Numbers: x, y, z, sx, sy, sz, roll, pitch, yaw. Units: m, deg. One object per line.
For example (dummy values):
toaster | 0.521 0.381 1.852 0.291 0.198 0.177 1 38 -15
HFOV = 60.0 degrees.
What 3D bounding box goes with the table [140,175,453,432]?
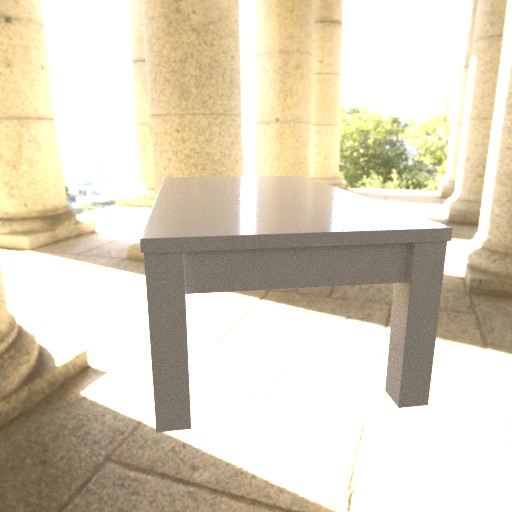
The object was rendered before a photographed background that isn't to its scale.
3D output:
table | 0.000 0.000 1.669 0.700 0.470 1.350 -2 16 -9
